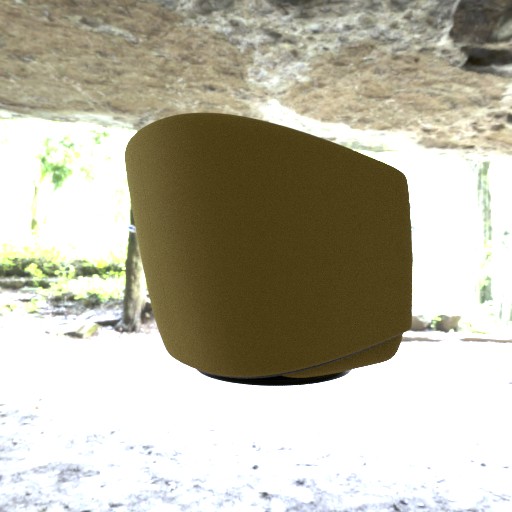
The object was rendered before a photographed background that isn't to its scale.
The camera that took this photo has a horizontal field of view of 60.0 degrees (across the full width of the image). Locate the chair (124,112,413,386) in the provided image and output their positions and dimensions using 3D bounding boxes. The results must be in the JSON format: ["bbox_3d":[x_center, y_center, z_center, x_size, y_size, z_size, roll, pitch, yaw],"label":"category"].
[{"bbox_3d":[0.000,0.000,1.386,0.767,0.698,0.773,0,-1,-35],"label":"chair"}]
